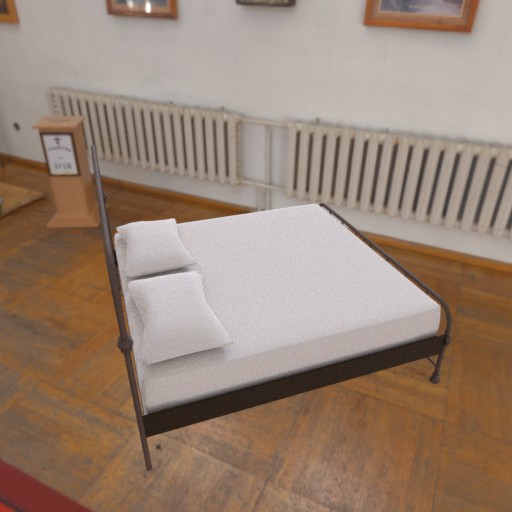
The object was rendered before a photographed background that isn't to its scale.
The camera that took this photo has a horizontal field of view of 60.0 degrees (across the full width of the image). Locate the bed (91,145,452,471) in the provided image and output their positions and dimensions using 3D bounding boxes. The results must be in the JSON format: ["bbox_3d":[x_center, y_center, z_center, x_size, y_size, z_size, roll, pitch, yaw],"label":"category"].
[{"bbox_3d":[0.000,0.000,3.376,2.134,1.446,2.044,-10,32,-17],"label":"bed"}]
